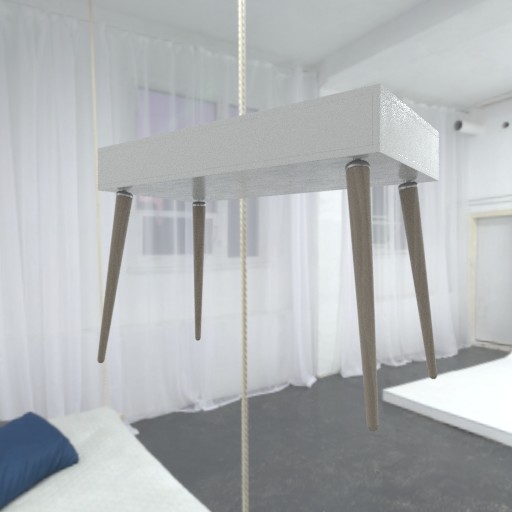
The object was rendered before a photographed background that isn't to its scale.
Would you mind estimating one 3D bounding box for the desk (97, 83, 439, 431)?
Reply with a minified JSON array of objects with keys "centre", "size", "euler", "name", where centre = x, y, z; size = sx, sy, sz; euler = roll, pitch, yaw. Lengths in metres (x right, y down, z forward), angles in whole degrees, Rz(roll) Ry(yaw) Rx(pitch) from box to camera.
[{"centre":[0.000,0.000,1.396],"size":[0.979,0.723,0.491],"euler":[0,1,36],"name":"desk"}]
